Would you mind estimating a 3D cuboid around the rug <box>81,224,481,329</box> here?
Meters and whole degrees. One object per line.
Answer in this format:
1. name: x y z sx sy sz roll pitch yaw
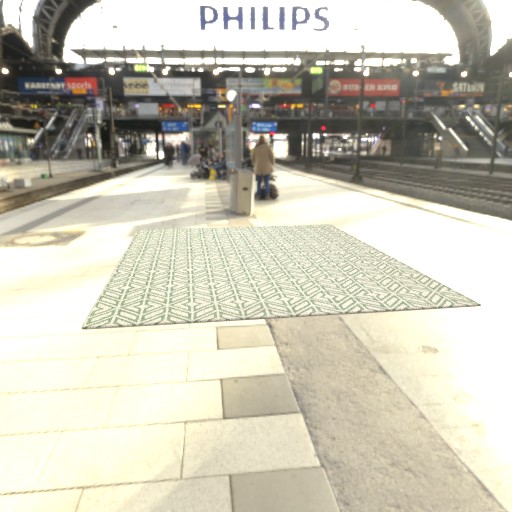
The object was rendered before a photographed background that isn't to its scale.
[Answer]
1. rug: 0.000 0.000 4.094 2.441 0.017 3.050 -2 14 -9
